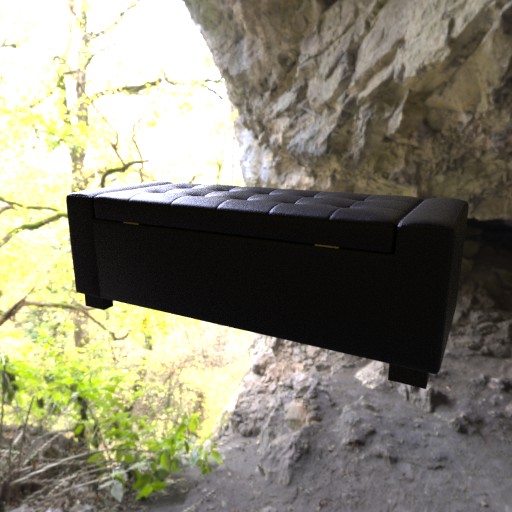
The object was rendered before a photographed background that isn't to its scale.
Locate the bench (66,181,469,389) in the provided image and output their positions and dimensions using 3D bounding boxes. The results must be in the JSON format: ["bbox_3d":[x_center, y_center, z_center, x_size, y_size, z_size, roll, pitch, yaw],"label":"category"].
[{"bbox_3d":[0.000,0.000,1.563,1.296,0.445,0.508,8,17,27],"label":"bench"}]
